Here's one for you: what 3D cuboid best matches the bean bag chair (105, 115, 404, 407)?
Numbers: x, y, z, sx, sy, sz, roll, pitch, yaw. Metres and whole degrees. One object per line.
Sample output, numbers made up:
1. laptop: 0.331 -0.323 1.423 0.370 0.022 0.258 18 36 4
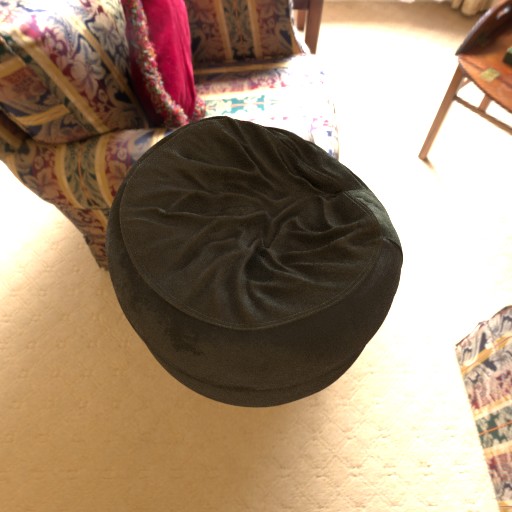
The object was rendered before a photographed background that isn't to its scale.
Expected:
1. bean bag chair: 0.000 0.000 1.489 0.918 0.605 0.918 0 59 0
